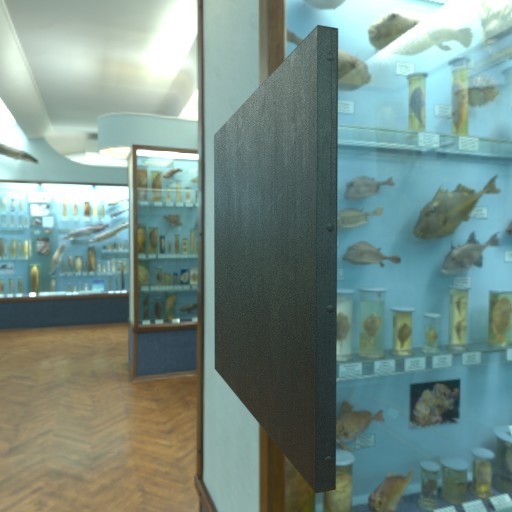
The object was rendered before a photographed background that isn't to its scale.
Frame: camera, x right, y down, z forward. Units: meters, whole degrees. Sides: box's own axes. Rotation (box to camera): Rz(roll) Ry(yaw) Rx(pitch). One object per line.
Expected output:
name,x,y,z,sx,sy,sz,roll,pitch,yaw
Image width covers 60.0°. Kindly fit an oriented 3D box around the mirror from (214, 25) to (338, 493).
mirror,0.000,0.000,0.544,0.020,0.381,0.382,-1,2,-18
